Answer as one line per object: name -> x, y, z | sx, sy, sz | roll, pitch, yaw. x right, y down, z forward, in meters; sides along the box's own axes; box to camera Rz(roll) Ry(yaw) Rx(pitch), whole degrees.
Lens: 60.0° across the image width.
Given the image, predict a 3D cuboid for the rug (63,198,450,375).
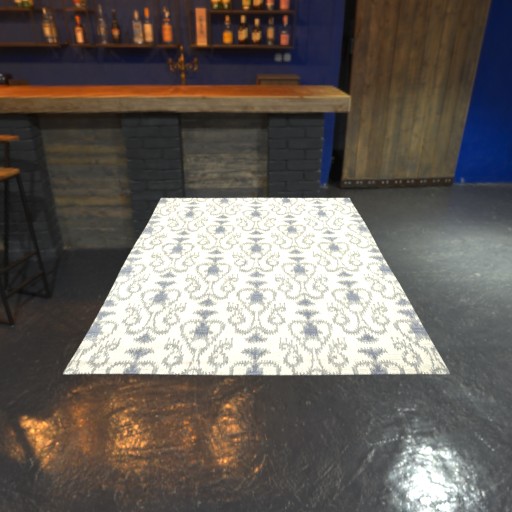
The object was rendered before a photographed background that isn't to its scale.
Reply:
rug -> 0.000, 0.000, 2.915 | 1.676, 0.013, 2.261 | 0, 27, 0
